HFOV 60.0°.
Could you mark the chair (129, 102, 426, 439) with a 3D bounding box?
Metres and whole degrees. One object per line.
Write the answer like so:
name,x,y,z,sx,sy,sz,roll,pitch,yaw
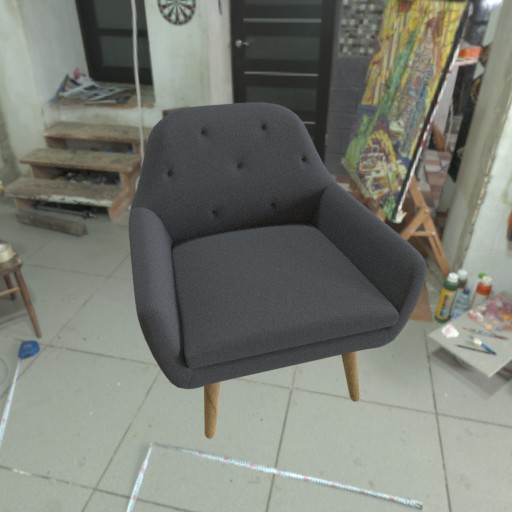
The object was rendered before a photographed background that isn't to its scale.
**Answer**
chair,0.000,0.000,1.438,0.770,0.800,0.779,-9,33,-14
